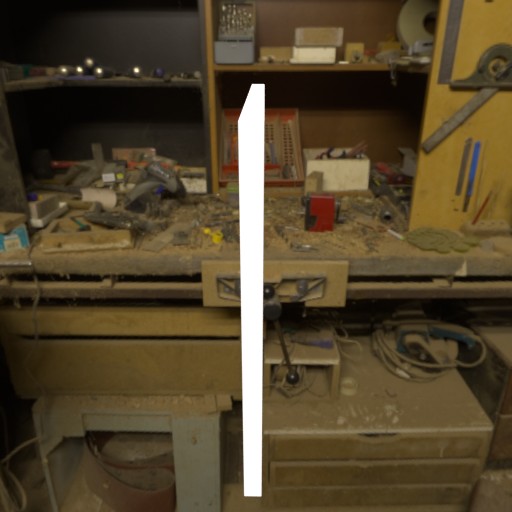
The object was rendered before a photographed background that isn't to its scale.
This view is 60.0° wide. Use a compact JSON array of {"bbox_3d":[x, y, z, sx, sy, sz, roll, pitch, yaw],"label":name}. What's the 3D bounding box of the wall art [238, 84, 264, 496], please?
[{"bbox_3d":[0.000,0.000,1.116,0.036,0.760,0.760,0,25,1],"label":"wall art"}]
